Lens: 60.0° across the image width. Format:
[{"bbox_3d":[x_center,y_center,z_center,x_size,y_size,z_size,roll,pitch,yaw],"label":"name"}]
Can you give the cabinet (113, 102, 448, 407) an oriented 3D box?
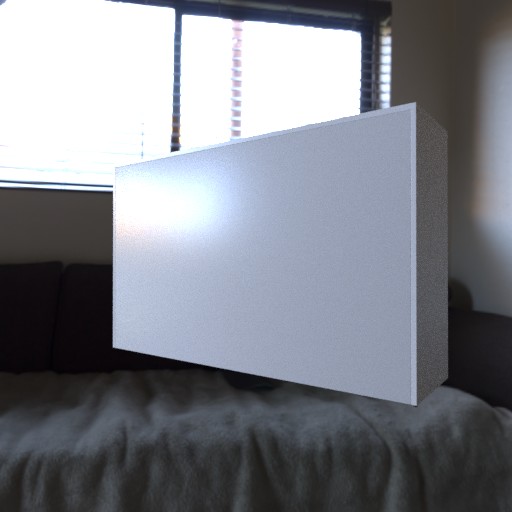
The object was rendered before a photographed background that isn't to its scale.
[{"bbox_3d":[0.000,0.000,1.885,1.450,0.900,0.380,0,0,36],"label":"cabinet"}]
